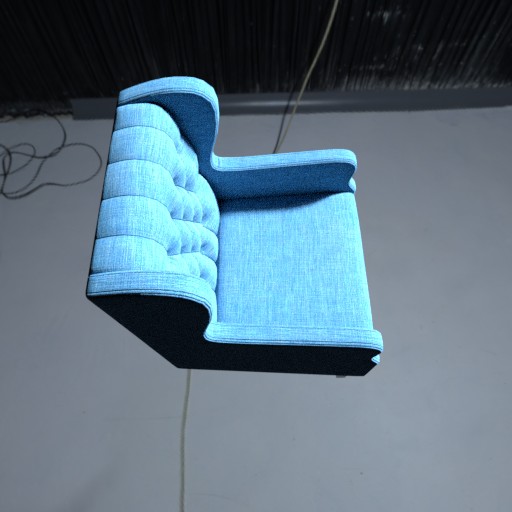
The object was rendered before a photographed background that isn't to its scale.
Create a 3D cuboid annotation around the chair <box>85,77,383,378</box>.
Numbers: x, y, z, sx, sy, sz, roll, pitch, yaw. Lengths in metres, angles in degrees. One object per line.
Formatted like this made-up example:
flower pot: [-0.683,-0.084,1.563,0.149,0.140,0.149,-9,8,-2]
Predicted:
chair: [0.000,0.000,1.498,0.775,0.952,0.711,-1,64,0]
